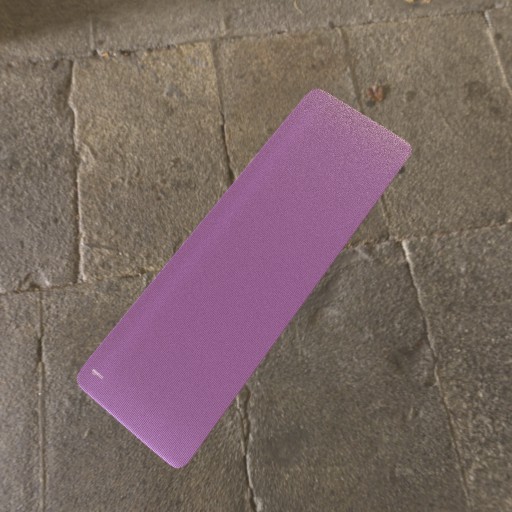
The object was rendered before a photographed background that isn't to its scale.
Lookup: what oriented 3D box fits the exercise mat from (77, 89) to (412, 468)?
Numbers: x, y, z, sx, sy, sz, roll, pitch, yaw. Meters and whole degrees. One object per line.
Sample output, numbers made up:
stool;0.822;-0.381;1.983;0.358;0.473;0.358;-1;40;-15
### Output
exercise mat;0.000;0.000;2.079;0.616;0.021;1.869;36;78;9
